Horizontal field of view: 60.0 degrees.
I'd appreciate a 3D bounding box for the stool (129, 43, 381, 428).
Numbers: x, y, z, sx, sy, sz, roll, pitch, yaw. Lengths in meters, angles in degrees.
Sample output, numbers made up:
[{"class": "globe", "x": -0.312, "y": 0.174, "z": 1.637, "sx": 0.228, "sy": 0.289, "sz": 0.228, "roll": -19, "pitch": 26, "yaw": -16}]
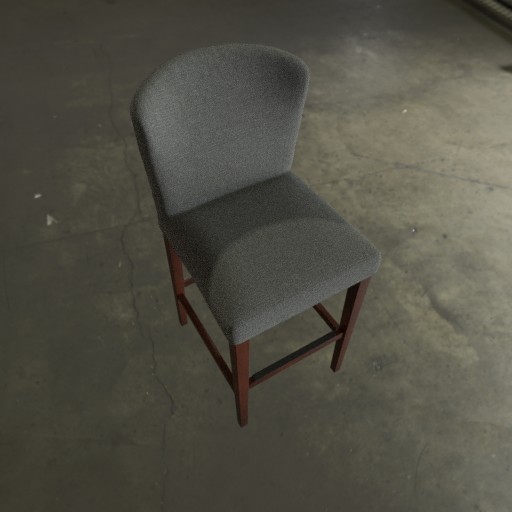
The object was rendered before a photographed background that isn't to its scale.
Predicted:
[{"class": "stool", "x": 0.000, "y": 0.000, "z": 1.367, "sx": 0.486, "sy": 1.069, "sz": 0.568, "roll": -24, "pitch": 53, "yaw": -20}]
